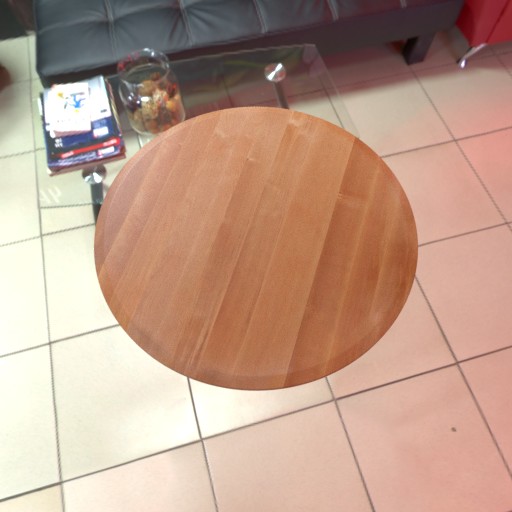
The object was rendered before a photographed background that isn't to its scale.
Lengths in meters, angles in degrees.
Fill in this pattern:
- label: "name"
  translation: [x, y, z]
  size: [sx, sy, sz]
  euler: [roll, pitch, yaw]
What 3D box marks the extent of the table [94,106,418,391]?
- label: "table"
  translation: [0.000, 0.000, 1.419]
  size: [0.900, 0.400, 0.900]
  euler: [0, 63, 0]
